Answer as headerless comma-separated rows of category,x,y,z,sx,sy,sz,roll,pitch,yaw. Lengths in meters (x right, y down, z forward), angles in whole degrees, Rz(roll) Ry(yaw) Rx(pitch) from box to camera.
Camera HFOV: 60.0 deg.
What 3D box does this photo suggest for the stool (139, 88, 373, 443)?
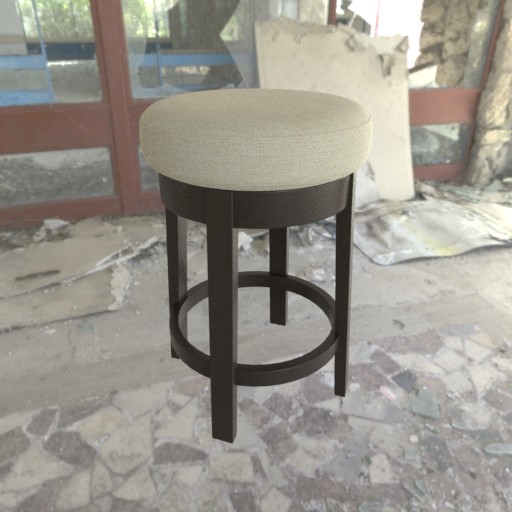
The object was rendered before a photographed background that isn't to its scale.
stool,0.000,0.000,0.961,0.449,0.655,0.449,0,27,0
